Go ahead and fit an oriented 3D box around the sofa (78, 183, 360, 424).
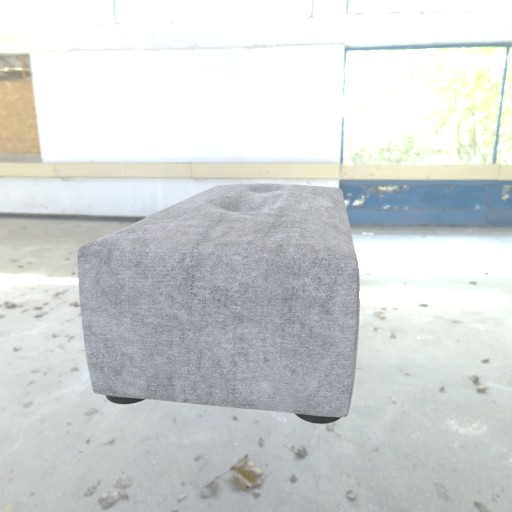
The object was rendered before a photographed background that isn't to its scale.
[{"bbox_3d":[0.000,0.000,1.164,0.480,0.330,0.930,2,16,9],"label":"sofa"}]
